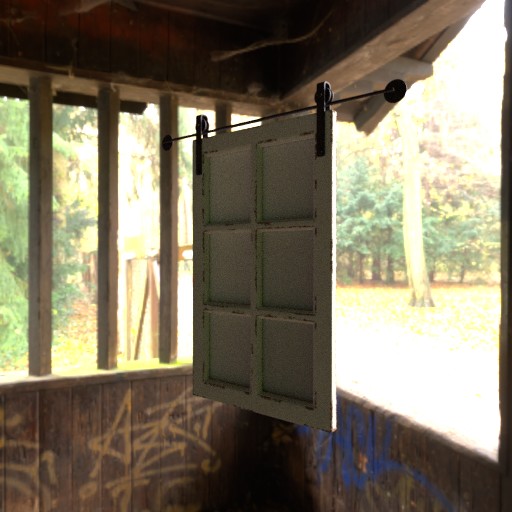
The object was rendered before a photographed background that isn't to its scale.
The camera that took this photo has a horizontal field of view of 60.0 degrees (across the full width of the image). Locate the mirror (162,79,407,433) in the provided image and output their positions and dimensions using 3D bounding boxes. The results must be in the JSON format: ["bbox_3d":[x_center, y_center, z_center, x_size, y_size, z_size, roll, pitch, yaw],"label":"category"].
[{"bbox_3d":[0.000,0.000,1.205,0.808,0.844,0.037,0,0,38],"label":"mirror"}]
